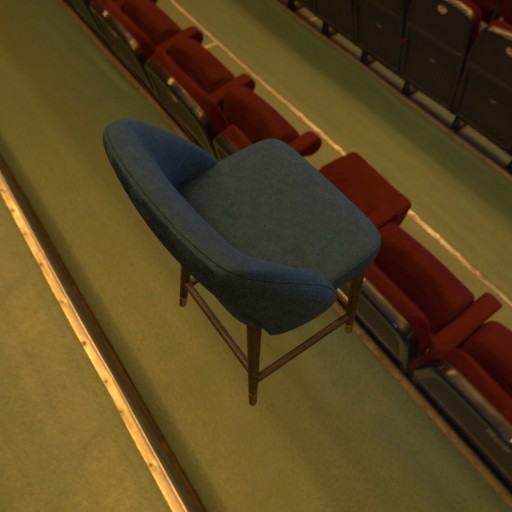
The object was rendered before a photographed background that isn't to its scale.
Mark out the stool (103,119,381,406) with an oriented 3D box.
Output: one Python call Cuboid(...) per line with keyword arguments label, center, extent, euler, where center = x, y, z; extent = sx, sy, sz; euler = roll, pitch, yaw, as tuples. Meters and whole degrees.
Cuboid(label="stool", center=(0.000, 0.000, 1.218), extent=(0.524, 0.925, 0.536), euler=(-32, 63, -18))
